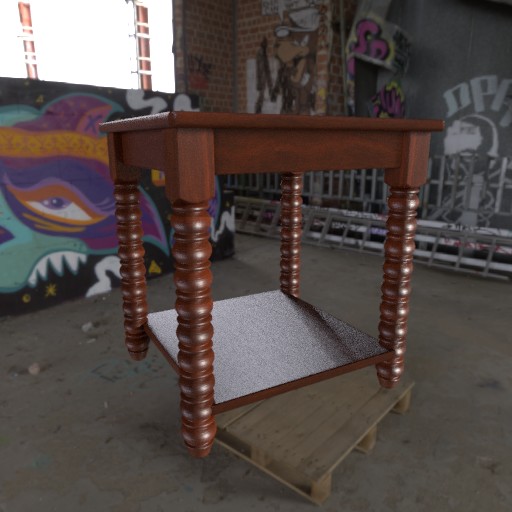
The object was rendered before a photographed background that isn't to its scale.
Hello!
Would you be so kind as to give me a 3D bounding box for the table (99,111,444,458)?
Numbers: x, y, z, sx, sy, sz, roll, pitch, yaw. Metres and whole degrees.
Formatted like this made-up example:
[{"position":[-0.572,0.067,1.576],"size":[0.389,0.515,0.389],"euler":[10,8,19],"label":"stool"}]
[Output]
[{"position":[0.000,0.000,0.978],"size":[0.533,0.567,0.500],"euler":[-8,17,-28],"label":"table"}]
